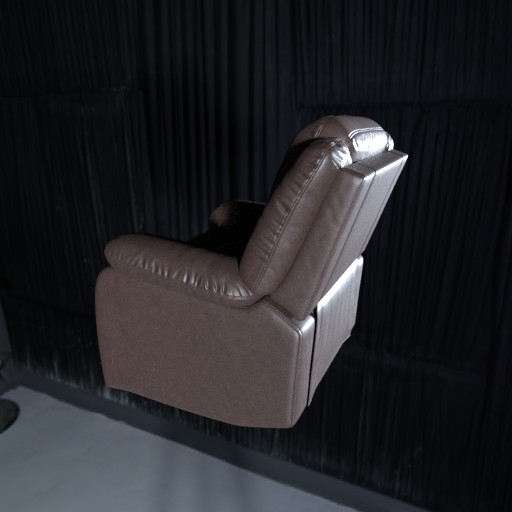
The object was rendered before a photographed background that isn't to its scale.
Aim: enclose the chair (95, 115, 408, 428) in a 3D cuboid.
[{"bbox_3d":[0.000,0.000,1.673,0.934,1.009,0.899,8,19,24],"label":"chair"}]
